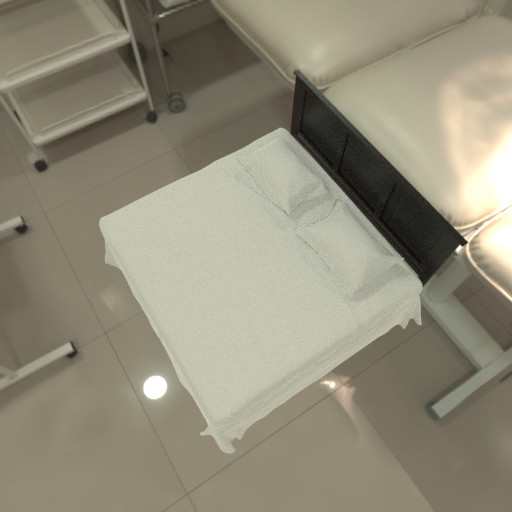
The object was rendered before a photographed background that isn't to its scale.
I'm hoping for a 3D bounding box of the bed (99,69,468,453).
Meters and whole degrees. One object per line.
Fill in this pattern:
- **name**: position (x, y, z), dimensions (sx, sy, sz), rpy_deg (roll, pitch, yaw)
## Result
- **bed**: position (0.000, 0.000, 3.687), dimensions (2.219, 1.271, 2.315), rpy_deg (-30, 67, -14)
